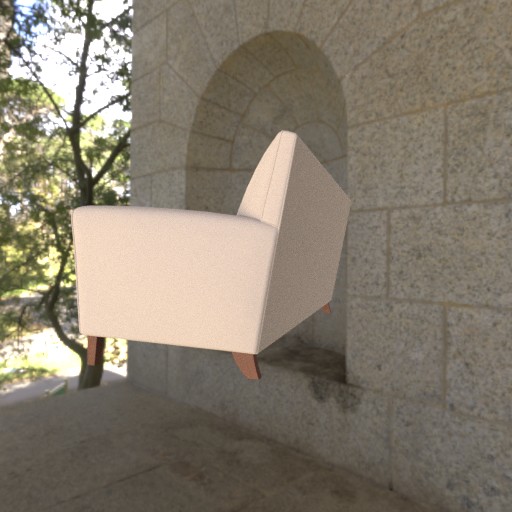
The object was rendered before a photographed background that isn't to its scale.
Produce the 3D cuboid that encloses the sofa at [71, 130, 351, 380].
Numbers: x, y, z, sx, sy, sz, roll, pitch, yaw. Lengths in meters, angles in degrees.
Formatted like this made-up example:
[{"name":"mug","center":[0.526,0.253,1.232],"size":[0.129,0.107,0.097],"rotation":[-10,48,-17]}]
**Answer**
[{"name":"sofa","center":[0.000,0.000,2.488],"size":[0.875,0.846,2.000],"rotation":[0,0,17]}]
